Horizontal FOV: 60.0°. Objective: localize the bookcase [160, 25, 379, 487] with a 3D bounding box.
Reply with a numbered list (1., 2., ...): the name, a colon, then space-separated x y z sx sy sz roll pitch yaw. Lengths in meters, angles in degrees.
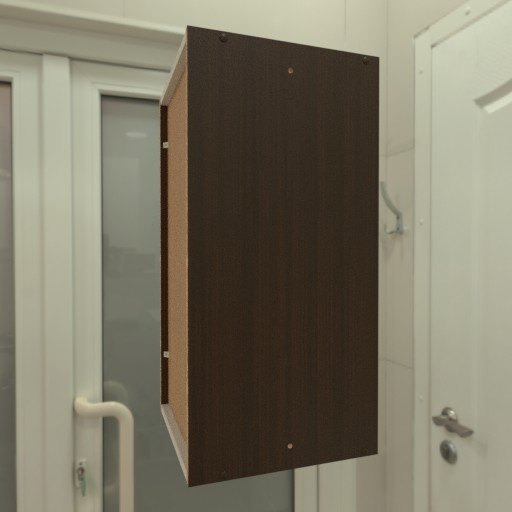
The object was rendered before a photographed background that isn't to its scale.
1. bookcase: 0.000 0.000 0.763 0.290 0.600 0.300 0 1 -19
